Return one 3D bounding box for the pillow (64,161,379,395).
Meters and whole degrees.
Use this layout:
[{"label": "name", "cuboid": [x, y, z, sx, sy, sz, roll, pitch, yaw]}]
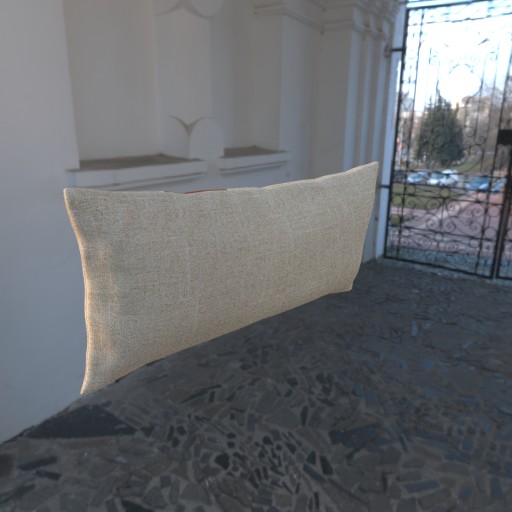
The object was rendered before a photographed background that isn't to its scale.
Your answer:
[{"label": "pillow", "cuboid": [0.000, 0.000, 0.738, 0.612, 0.282, 0.155, -14, 21, -40]}]
